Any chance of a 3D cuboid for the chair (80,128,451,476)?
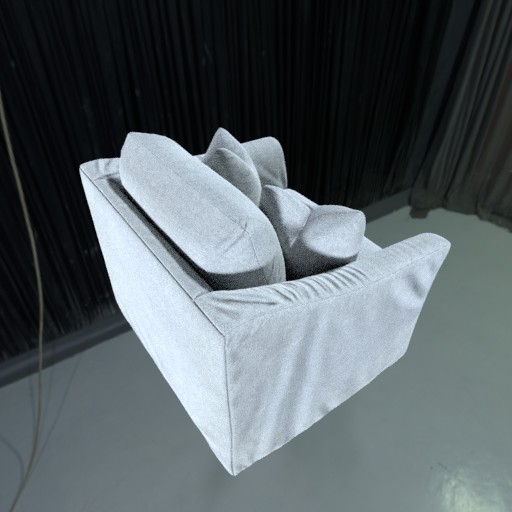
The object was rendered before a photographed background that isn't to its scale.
[{"bbox_3d":[0.000,0.000,1.996,1.071,1.059,1.194,-25,46,-27],"label":"chair"}]
